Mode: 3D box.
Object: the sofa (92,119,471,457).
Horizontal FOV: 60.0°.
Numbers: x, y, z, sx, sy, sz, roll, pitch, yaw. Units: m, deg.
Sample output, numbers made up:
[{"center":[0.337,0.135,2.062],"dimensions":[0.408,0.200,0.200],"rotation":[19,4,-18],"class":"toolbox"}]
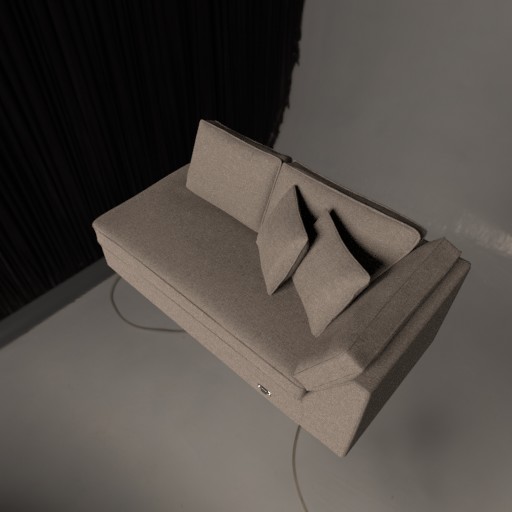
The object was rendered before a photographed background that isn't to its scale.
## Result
[{"center":[0.000,0.000,2.889],"dimensions":[2.237,1.033,1.110],"rotation":[33,54,28],"class":"sofa"}]
